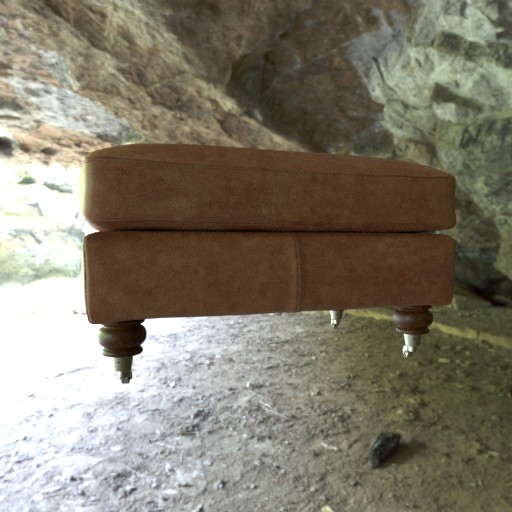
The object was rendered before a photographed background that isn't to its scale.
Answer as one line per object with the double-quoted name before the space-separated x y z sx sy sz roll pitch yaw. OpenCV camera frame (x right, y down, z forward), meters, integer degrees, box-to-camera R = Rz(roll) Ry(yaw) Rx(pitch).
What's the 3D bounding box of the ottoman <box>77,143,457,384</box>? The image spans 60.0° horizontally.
"ottoman" 0.000 0.000 1.167 0.852 0.507 0.565 -1 2 -18
